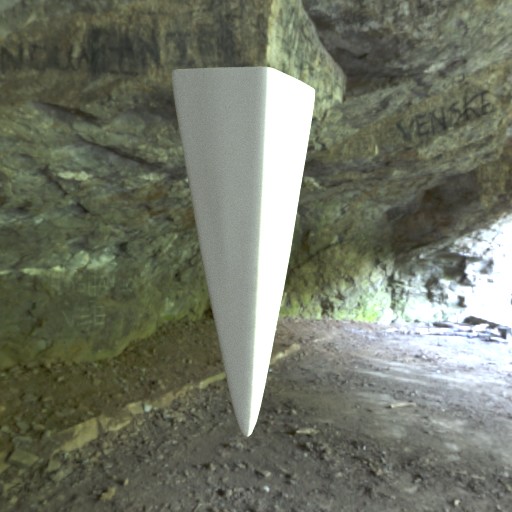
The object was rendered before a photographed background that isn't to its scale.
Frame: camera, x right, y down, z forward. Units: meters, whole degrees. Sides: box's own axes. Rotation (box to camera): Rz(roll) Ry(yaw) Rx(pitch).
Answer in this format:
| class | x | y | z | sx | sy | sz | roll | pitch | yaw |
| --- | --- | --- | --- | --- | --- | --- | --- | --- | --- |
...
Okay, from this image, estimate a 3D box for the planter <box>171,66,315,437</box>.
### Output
| class | x | y | z | sx | sy | sz | roll | pitch | yaw |
| --- | --- | --- | --- | --- | --- | --- | --- | --- | --- |
| planter | 0.000 | 0.000 | 0.394 | 0.143 | 0.338 | 0.065 | 0 | -1 | -18 |
